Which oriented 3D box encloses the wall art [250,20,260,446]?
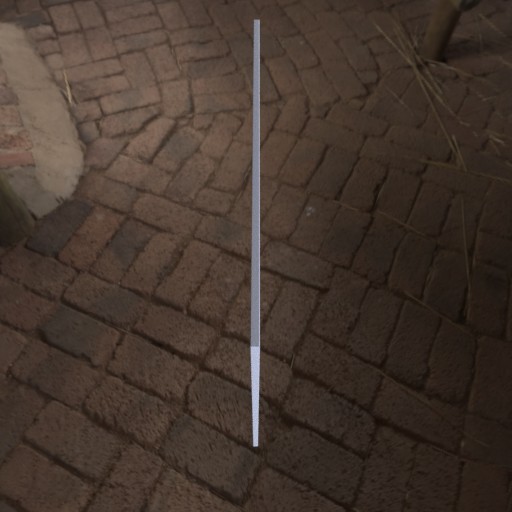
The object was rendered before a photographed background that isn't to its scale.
[{"bbox_3d":[0.000,0.000,0.810,0.009,0.559,0.558,0,58,0],"label":"wall art"}]
